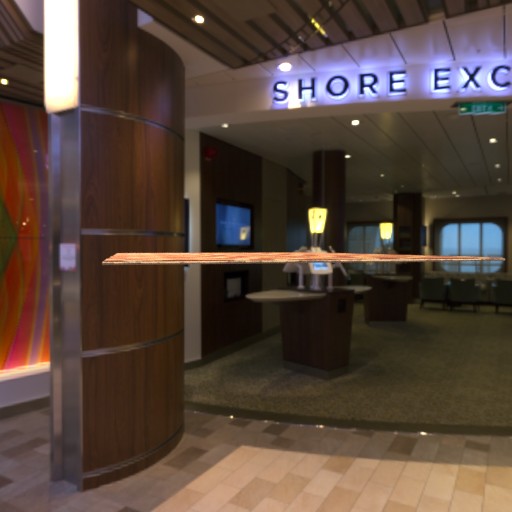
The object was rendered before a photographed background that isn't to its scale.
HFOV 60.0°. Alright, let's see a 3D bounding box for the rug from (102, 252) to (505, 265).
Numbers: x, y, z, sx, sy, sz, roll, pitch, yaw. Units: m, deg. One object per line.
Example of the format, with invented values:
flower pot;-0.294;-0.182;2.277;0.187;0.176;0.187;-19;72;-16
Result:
rug;0.000;0.000;3.977;2.466;0.021;3.049;0;1;-16
